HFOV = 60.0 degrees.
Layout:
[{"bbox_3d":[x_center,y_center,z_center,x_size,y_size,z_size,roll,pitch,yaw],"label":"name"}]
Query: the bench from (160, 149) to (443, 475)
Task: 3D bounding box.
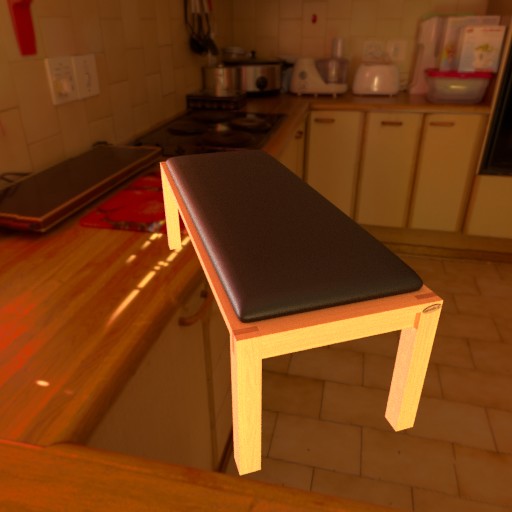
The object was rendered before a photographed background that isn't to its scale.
[{"bbox_3d":[0.000,0.000,1.453,0.450,0.430,1.202,-8,29,-15],"label":"bench"}]
